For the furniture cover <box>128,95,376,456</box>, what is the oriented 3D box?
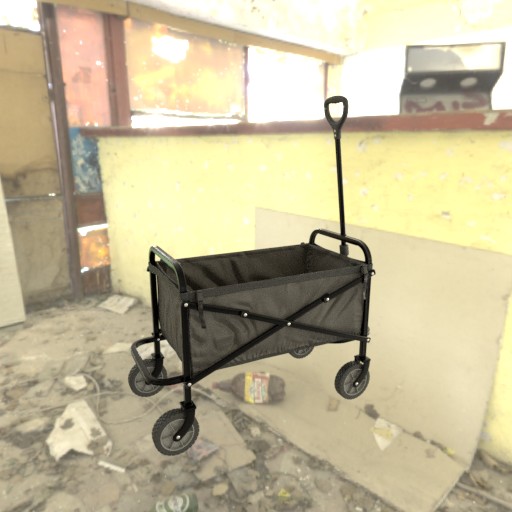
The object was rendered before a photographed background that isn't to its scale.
[{"bbox_3d":[0.000,0.000,1.850,1.038,1.295,0.532,-7,16,-26],"label":"furniture cover"}]
